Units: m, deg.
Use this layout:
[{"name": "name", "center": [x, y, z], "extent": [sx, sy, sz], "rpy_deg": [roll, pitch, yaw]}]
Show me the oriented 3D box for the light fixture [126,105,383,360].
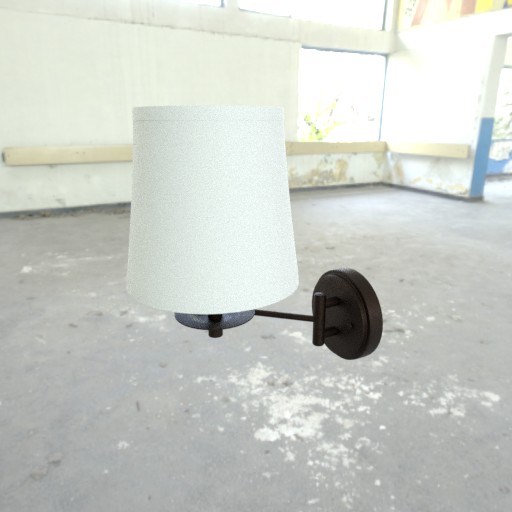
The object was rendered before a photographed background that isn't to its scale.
[{"name": "light fixture", "center": [0.000, 0.000, 0.273], "extent": [0.157, 0.172, 0.100], "rpy_deg": [-8, 19, -26]}]
